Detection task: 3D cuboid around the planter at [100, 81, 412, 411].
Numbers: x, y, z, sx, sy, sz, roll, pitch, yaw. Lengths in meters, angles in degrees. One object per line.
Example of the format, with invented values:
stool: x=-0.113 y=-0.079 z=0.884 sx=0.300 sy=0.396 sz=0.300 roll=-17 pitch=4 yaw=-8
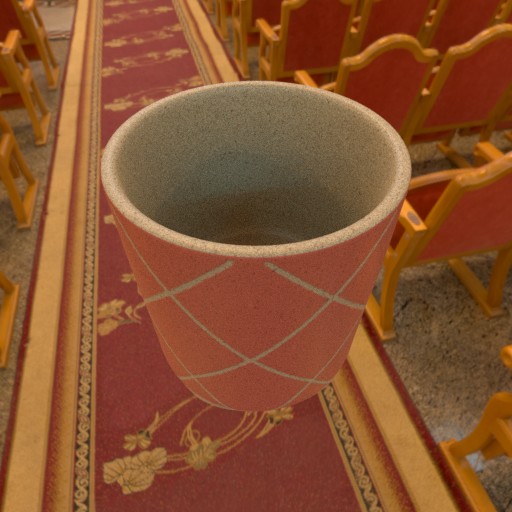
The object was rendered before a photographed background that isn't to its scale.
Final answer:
planter: x=0.000 y=0.000 z=0.416 sx=0.227 sy=0.235 sz=0.227 roll=0 pitch=46 yaw=0
